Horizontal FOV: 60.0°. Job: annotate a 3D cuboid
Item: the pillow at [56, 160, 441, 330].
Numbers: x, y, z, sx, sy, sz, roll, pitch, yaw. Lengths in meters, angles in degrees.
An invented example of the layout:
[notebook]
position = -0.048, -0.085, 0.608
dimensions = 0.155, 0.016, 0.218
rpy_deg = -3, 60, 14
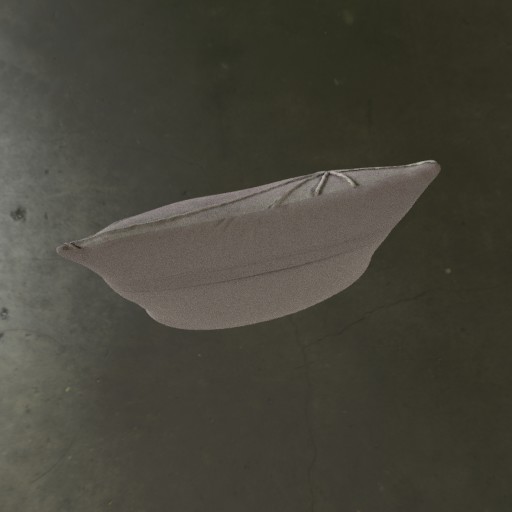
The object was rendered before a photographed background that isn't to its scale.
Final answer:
[pillow]
position = 0.000, 0.000, 0.687
dimensions = 0.439, 0.440, 0.185
rpy_deg = -12, 75, -3
